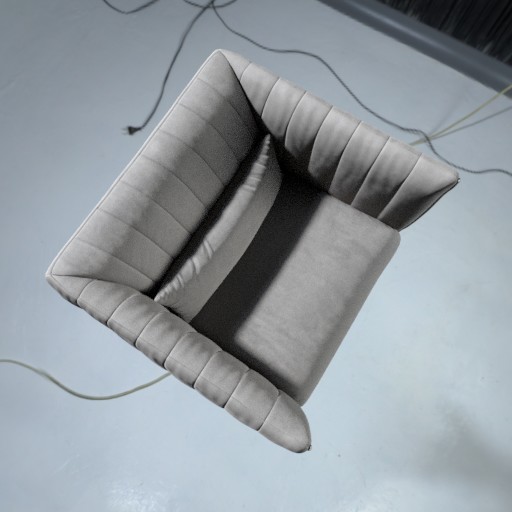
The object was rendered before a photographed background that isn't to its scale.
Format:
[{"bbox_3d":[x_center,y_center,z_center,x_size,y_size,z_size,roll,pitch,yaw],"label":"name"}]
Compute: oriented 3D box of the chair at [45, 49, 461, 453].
[{"bbox_3d":[0.000,0.000,1.620,0.873,0.779,0.981,31,78,7],"label":"chair"}]
